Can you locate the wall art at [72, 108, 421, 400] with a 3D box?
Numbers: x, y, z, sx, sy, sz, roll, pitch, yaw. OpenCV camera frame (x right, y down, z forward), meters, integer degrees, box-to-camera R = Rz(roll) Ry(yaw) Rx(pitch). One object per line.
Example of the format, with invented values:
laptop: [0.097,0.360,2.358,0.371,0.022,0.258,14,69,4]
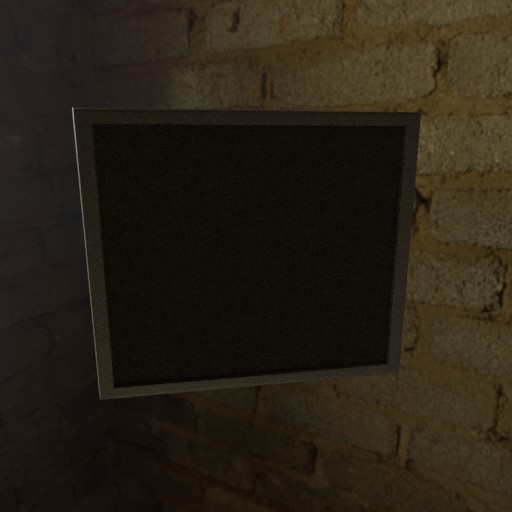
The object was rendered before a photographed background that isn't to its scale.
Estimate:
wall art: [0.000,0.000,0.530,0.380,0.330,0.028,-2,14,-9]
